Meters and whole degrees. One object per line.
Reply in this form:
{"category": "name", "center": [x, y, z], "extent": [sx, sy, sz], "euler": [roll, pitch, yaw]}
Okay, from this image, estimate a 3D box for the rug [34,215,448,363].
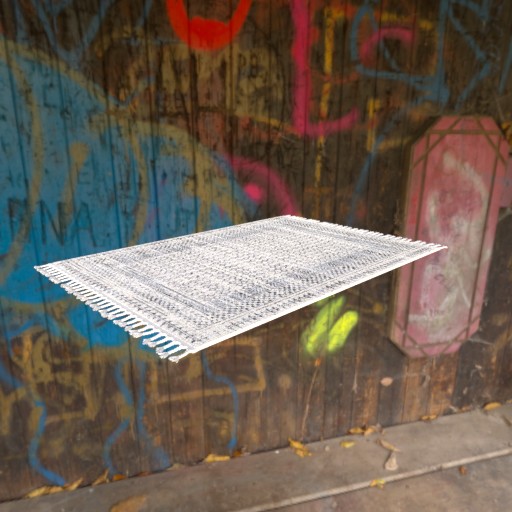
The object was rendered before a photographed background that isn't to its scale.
{"category": "rug", "center": [0.000, 0.000, 2.350], "extent": [1.872, 0.013, 1.243], "euler": [-15, 23, -41]}
